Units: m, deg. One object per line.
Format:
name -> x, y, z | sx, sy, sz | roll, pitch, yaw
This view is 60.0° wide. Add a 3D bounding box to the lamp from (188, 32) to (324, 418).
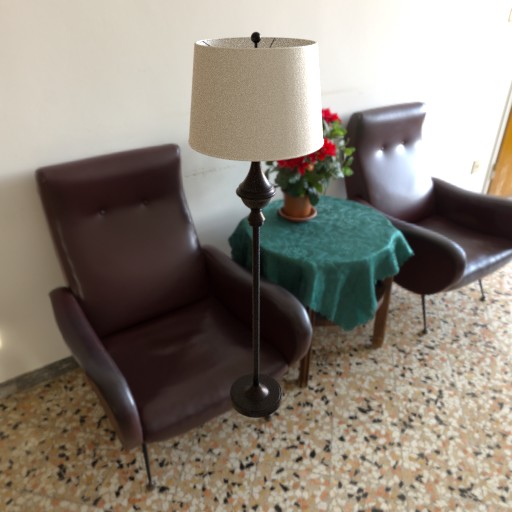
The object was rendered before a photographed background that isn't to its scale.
lamp -> 0.000, 0.000, 1.641 | 0.431, 1.484, 0.431 | 0, 31, 0
